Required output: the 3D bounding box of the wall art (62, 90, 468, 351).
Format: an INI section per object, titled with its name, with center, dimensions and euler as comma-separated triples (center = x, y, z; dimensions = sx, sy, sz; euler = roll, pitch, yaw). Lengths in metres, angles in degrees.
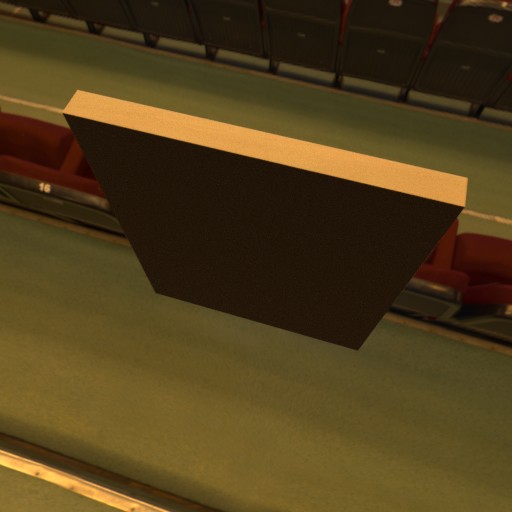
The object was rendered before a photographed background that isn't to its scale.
[wall art]
center = 0.000, 0.000, 0.694
dimensions = 0.435, 0.511, 0.037
euler = 15, 63, 8
